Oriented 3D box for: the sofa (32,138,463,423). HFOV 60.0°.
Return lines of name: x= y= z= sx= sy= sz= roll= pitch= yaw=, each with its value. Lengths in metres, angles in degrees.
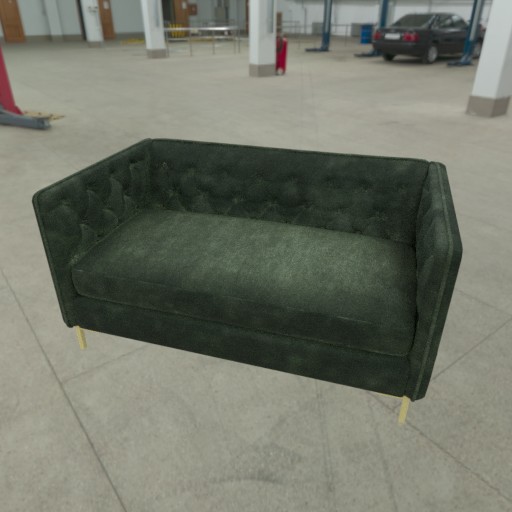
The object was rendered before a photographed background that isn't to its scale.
sofa: x=0.000 y=0.000 z=1.995 sx=1.537 sy=0.768 sz=0.895 roll=9 pitch=30 yaw=15
